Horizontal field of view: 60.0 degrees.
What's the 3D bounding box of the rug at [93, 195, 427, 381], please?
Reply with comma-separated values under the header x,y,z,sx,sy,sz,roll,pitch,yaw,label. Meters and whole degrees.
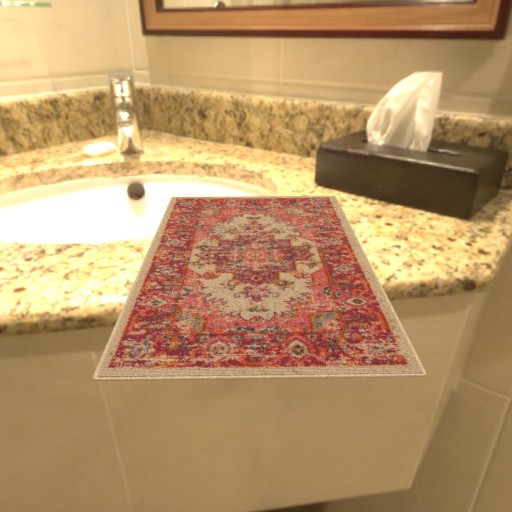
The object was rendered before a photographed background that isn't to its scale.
x,y,z,sx,sy,sz,roll,pitch,yaw,label
0.000,0.000,1.115,0.556,0.004,0.868,0,28,-1,rug
